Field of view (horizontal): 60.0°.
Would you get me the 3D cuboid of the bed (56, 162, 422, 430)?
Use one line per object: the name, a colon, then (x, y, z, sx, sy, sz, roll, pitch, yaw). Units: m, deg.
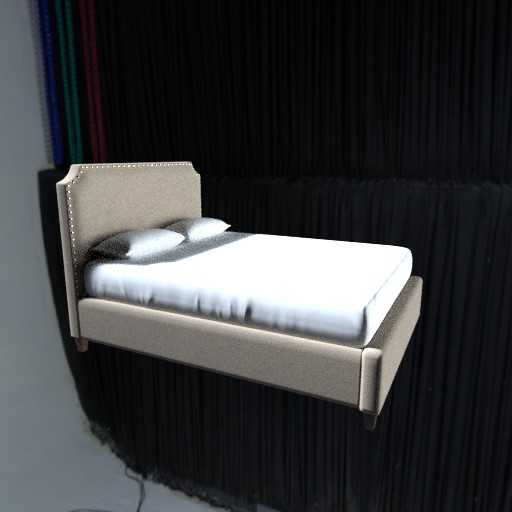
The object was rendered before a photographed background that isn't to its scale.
bed: (0.000, 0.000, 3.490, 2.329, 1.415, 1.703, 6, 14, 26)
